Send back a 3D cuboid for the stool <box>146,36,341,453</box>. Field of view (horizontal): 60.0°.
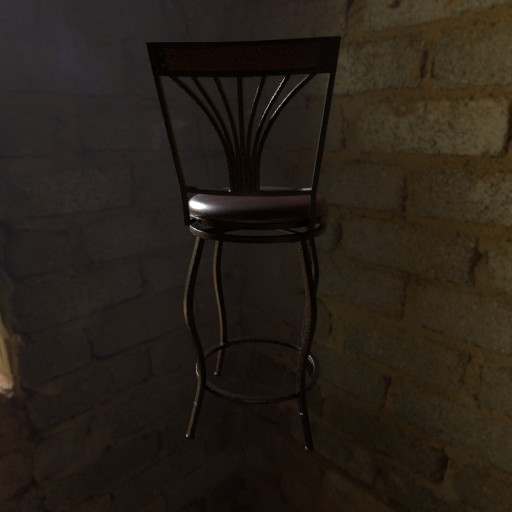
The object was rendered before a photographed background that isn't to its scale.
[{"bbox_3d":[0.000,0.000,1.335,0.433,1.117,0.514,2,16,8],"label":"stool"}]
